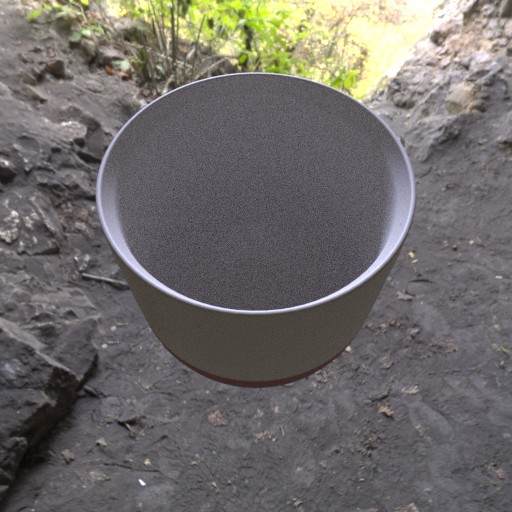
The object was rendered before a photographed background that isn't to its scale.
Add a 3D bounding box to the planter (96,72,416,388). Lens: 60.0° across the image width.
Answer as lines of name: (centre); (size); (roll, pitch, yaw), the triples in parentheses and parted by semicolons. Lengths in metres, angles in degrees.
planter: (0.000, 0.000, 0.486); (0.268, 0.270, 0.268); (0, 58, 0)
